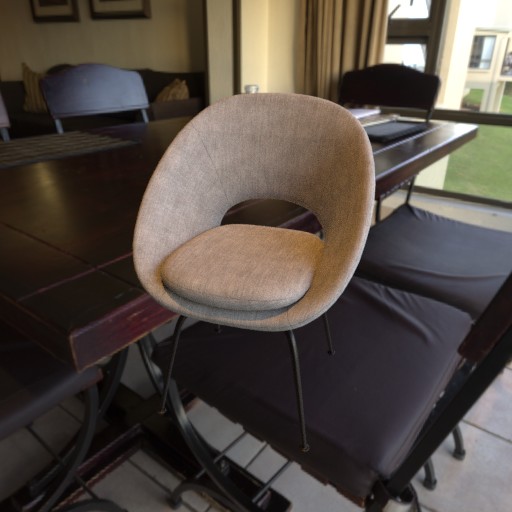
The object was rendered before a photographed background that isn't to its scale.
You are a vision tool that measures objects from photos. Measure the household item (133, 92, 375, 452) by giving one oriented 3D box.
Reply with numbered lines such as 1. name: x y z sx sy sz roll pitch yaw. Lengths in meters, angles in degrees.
1. household item: 0.000 0.000 1.321 0.643 0.869 0.587 8 27 16
